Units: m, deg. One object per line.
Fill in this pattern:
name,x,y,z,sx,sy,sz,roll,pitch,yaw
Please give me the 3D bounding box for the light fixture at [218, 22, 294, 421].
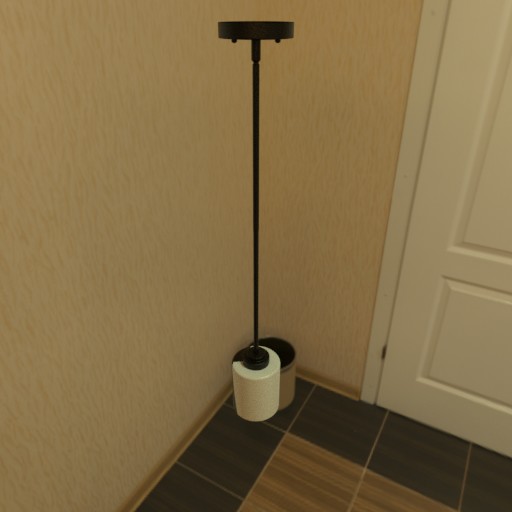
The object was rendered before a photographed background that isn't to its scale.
light fixture,0.000,0.000,0.924,0.123,0.863,0.123,0,29,1
